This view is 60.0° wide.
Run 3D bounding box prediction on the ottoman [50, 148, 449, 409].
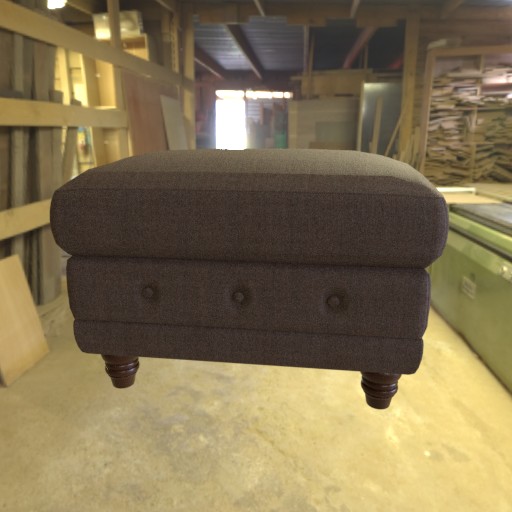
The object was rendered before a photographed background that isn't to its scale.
[{"bbox_3d":[0.000,0.000,1.181,0.809,0.555,0.599,2,15,8],"label":"ottoman"}]
